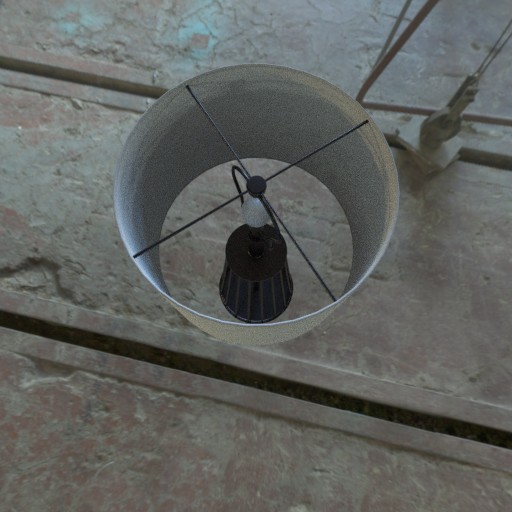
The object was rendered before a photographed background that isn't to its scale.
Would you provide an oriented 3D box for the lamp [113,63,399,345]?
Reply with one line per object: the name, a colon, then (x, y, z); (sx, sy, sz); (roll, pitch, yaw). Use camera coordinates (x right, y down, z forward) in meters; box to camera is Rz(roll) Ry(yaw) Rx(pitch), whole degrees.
lamp: (0.000, 0.000, 0.783); (0.322, 0.593, 0.322); (-31, 76, -8)
